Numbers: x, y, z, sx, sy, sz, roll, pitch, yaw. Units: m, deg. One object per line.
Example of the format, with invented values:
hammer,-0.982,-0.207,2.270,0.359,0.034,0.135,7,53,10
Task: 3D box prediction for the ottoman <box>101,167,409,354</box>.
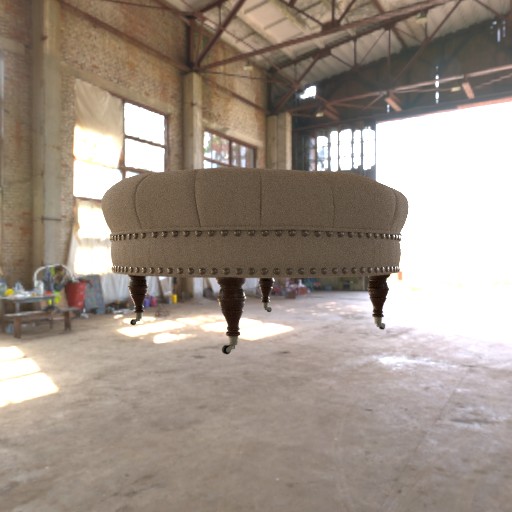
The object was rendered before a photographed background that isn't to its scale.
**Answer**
ottoman,0.000,0.000,1.365,0.901,0.439,0.901,0,0,0
